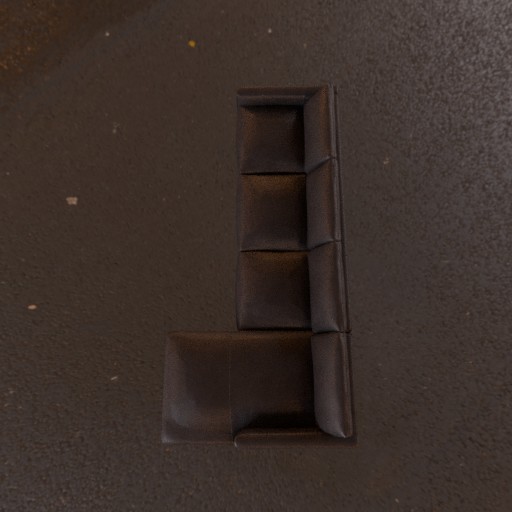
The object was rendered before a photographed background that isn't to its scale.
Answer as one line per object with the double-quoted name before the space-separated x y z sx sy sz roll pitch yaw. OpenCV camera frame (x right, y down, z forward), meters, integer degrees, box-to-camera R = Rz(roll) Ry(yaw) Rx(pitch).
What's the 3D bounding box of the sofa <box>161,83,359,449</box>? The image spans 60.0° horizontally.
"sofa" 0.000 0.000 3.751 1.471 0.859 2.993 0 77 0
